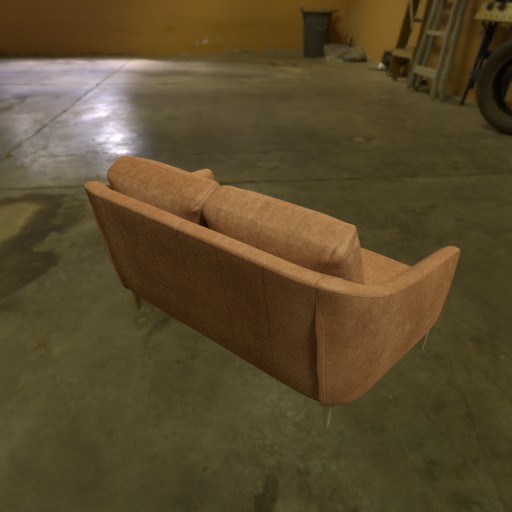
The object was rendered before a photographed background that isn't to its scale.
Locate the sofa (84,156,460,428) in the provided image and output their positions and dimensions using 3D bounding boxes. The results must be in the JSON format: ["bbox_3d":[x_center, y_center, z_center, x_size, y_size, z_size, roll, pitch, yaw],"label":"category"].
[{"bbox_3d":[0.000,0.000,2.178,1.619,0.902,0.960,23,37,34],"label":"sofa"}]
